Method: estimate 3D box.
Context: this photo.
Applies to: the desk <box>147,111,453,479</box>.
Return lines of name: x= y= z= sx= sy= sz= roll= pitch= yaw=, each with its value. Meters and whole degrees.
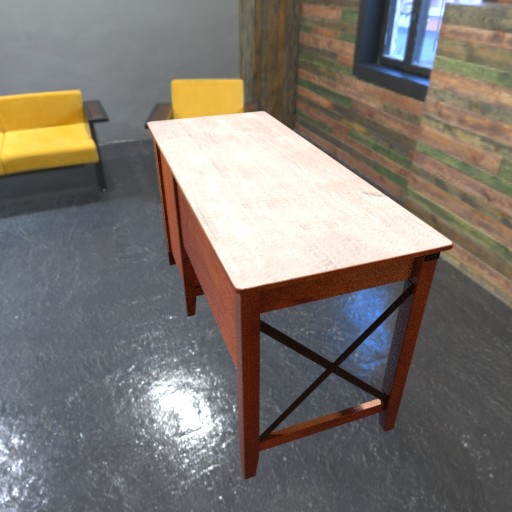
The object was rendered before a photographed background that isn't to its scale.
desk: x=0.000 y=0.000 z=1.757 sx=0.574 sy=0.756 sz=1.353 roll=-11 pitch=34 yaw=-17
